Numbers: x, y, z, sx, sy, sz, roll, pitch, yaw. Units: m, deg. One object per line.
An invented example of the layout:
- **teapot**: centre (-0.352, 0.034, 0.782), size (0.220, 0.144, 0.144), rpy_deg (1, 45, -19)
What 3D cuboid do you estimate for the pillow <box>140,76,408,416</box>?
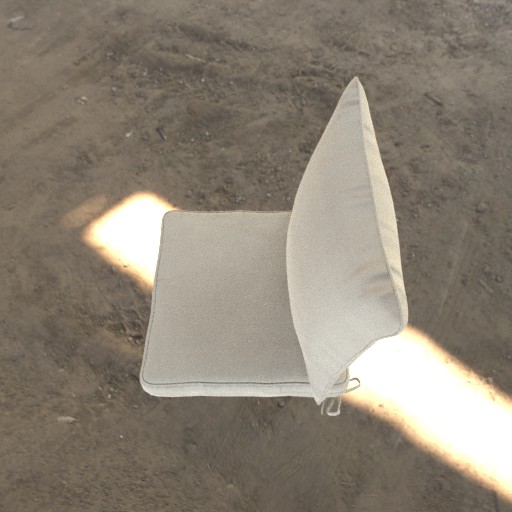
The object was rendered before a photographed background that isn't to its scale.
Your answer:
- **pillow**: centre (0.000, 0.000, 1.344), size (0.733, 0.716, 0.798), rpy_deg (0, 59, 0)
